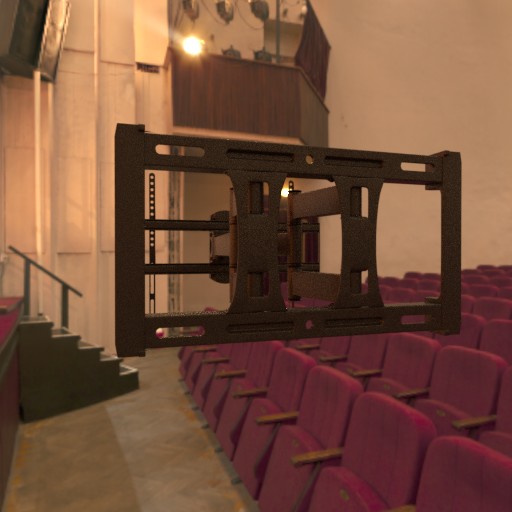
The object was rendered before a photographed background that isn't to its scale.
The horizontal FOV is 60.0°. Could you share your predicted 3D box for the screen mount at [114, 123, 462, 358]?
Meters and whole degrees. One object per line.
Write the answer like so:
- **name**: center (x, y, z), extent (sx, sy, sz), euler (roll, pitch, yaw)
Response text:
- **screen mount**: center (0.000, 0.000, 1.086), extent (0.661, 0.491, 0.644), euler (0, 0, -18)
